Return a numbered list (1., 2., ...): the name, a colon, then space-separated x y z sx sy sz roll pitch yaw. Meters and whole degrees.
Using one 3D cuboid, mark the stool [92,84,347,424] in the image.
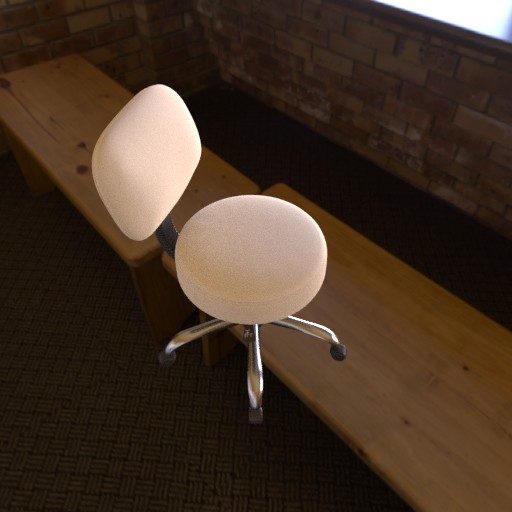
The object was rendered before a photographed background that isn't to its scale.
1. stool: 0.000 0.000 1.227 0.616 0.810 0.609 12 48 11
